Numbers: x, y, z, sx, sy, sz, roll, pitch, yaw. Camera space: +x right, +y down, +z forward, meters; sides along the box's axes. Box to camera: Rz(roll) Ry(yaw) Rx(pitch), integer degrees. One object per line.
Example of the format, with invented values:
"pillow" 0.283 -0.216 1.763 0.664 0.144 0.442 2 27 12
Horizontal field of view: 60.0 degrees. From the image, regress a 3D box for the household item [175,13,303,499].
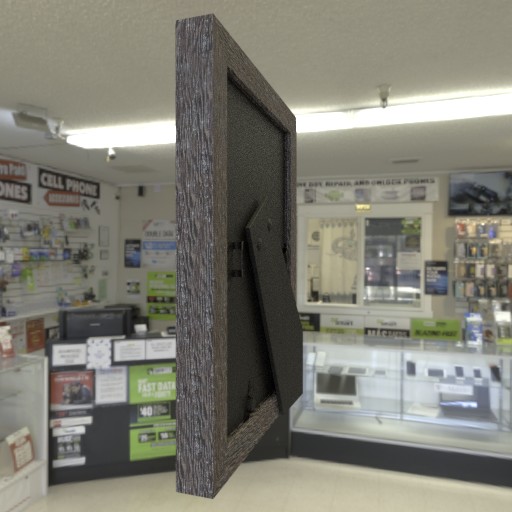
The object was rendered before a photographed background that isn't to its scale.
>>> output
"household item" 0.000 0.000 0.229 0.020 0.180 0.133 0 0 19
